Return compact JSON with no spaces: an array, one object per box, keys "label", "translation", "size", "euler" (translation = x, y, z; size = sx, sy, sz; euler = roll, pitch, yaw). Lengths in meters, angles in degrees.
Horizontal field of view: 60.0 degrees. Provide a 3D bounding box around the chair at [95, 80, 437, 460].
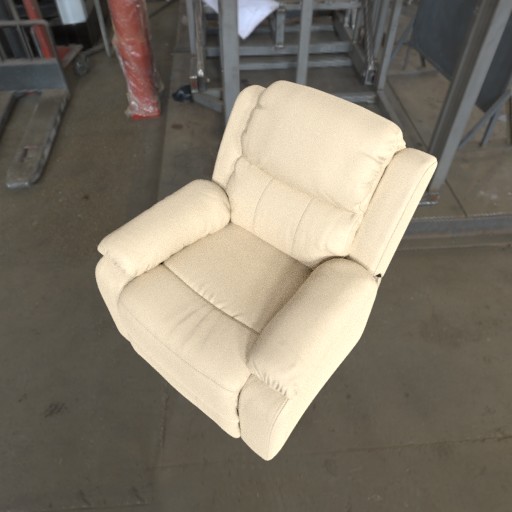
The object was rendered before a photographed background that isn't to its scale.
[{"label":"chair","translation":[0.000,0.000,1.228],"size":[0.680,0.702,0.709],"euler":[32,55,26]}]
